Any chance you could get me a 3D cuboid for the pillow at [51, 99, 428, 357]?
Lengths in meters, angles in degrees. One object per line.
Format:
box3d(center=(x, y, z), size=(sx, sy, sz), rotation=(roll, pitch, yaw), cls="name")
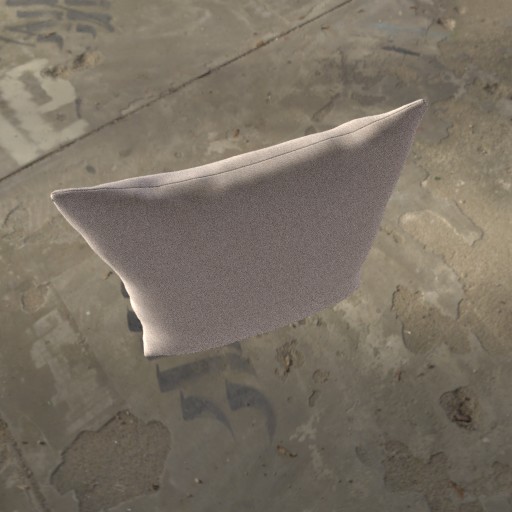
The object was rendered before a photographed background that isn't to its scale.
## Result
box3d(center=(0.000, 0.000, 0.662), size=(0.433, 0.436, 0.173), rotation=(-17, 60, -10), cls="pillow")
